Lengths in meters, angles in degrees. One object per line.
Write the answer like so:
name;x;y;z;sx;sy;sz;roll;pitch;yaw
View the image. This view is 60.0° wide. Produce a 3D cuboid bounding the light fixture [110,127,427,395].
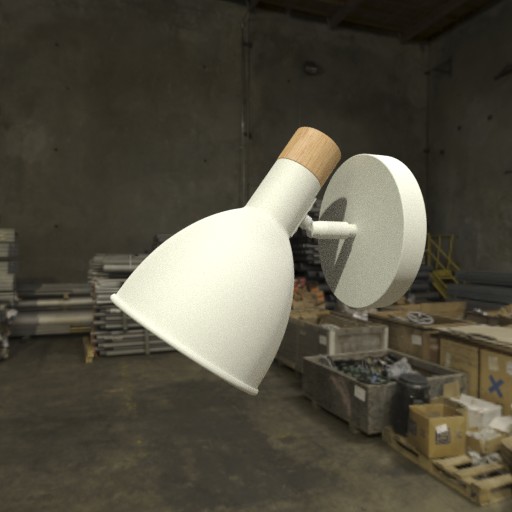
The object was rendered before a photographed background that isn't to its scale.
light fixture;0.000;0.000;0.334;0.209;0.199;0.127;0;0;-20
